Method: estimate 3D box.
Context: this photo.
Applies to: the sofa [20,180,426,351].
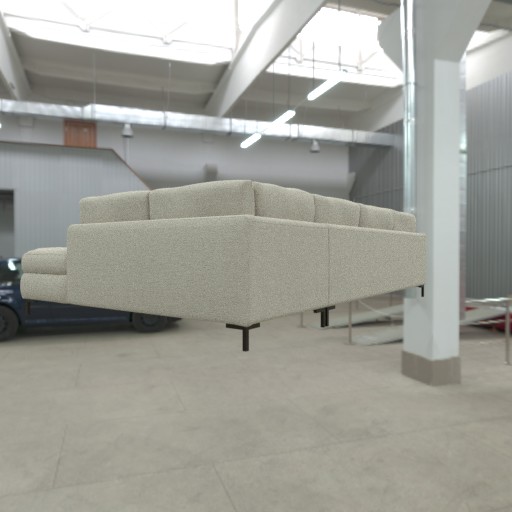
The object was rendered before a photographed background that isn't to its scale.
[{"bbox_3d":[0.000,0.000,3.719,2.007,0.815,2.949,1,1,36],"label":"sofa"}]
